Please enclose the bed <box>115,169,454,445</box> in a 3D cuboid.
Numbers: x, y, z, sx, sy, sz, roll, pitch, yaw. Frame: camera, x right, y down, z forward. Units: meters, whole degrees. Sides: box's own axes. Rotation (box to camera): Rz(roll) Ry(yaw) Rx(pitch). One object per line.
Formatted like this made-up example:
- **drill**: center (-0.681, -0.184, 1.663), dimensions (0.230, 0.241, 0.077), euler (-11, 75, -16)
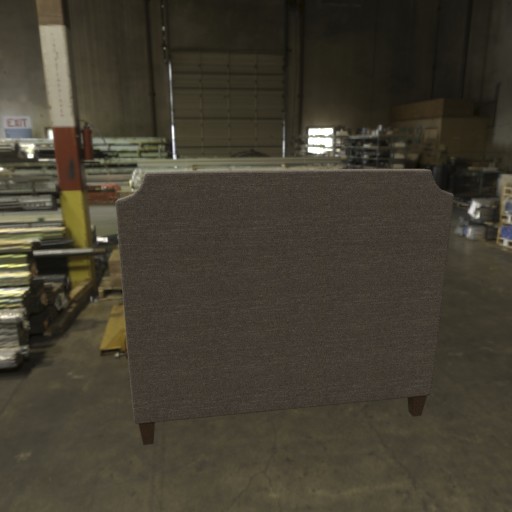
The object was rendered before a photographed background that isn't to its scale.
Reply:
- **bed**: center (0.000, 0.000, 3.462), dimensions (1.713, 1.457, 2.381), euler (-2, 15, -9)
